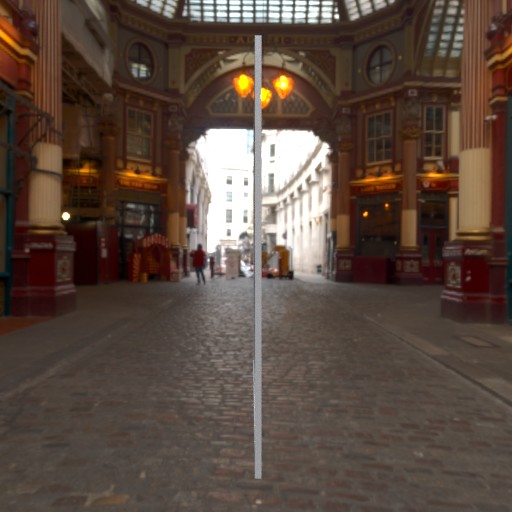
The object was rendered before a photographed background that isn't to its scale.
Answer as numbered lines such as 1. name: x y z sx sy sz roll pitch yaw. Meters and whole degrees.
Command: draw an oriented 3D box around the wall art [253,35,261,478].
1. wall art: 0.000 0.000 0.684 0.007 0.456 0.456 0 1 -1
